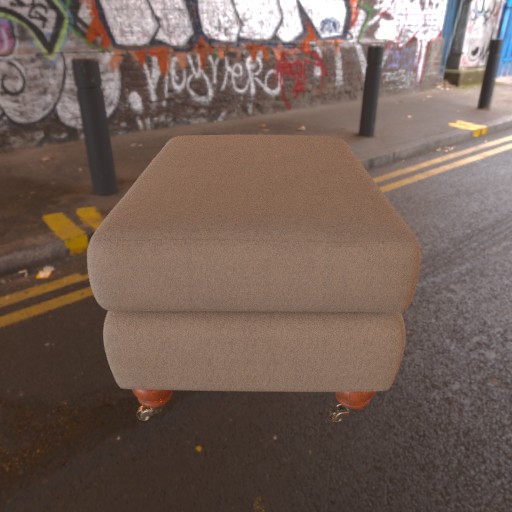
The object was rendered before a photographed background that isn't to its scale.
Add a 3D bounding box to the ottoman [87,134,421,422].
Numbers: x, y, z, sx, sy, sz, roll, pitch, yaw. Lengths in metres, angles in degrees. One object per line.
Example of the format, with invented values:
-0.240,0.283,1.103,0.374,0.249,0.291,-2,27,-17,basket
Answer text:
0.000,0.000,1.129,0.569,0.504,0.773,0,27,1,ottoman
